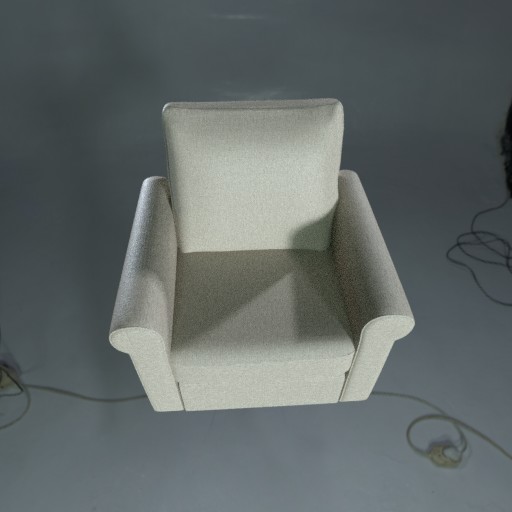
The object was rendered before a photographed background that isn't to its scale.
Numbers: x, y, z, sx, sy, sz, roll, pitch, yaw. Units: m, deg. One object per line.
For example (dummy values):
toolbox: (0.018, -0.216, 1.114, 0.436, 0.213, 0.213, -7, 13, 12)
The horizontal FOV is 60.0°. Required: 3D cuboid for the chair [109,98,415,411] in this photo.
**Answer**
chair: (0.000, 0.000, 2.329, 1.275, 1.349, 1.180, -2, 46, -2)
